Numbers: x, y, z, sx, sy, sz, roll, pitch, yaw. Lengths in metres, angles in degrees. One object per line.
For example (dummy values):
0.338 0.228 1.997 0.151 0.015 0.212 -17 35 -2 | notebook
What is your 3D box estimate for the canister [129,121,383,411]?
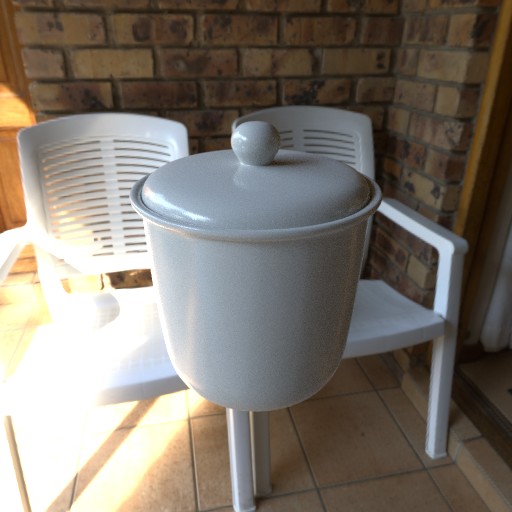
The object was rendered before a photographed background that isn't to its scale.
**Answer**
0.000 0.000 0.354 0.182 0.208 0.182 0 26 0 | canister
